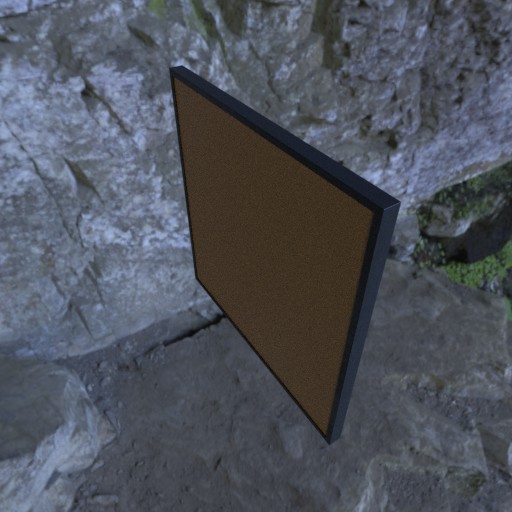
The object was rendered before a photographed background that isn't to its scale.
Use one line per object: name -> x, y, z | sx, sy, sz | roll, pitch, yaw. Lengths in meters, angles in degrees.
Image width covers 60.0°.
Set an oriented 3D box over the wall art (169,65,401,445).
wall art -> 0.000, 0.000, 1.172 | 0.039, 0.763, 0.763 | -24, 46, -25
